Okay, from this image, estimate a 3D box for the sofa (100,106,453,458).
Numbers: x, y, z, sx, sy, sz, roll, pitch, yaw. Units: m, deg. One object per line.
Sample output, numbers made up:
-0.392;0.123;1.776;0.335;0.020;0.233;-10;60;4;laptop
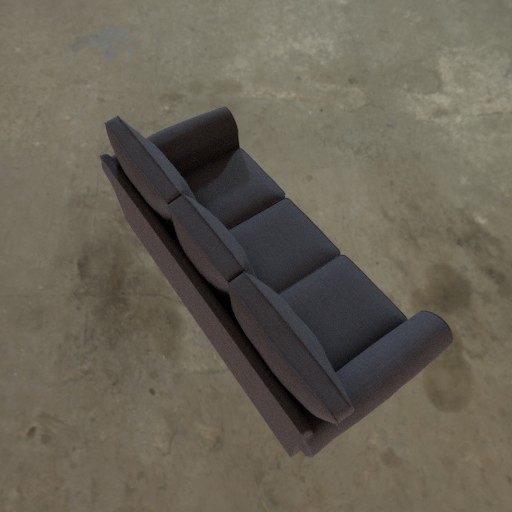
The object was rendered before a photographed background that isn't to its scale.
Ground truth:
0.000;0.000;2.576;0.909;0.966;2.084;-31;62;-18;sofa
